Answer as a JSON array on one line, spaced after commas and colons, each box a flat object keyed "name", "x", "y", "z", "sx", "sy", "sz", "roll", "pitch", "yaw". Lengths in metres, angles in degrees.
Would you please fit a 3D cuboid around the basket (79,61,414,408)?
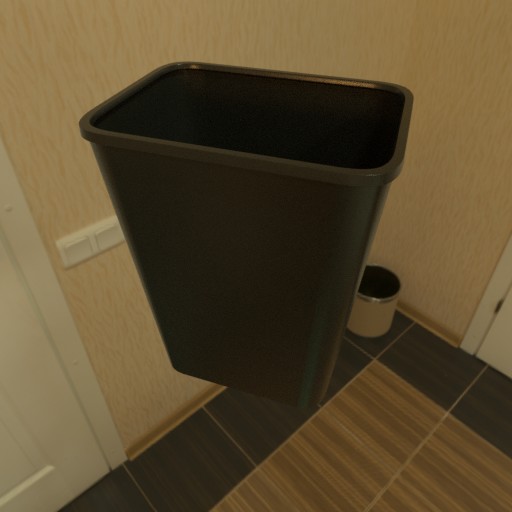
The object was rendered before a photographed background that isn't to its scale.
[{"name": "basket", "x": 0.000, "y": 0.000, "z": 0.750, "sx": 0.394, "sy": 0.521, "sz": 0.287, "roll": 12, "pitch": 42, "yaw": 14}]
